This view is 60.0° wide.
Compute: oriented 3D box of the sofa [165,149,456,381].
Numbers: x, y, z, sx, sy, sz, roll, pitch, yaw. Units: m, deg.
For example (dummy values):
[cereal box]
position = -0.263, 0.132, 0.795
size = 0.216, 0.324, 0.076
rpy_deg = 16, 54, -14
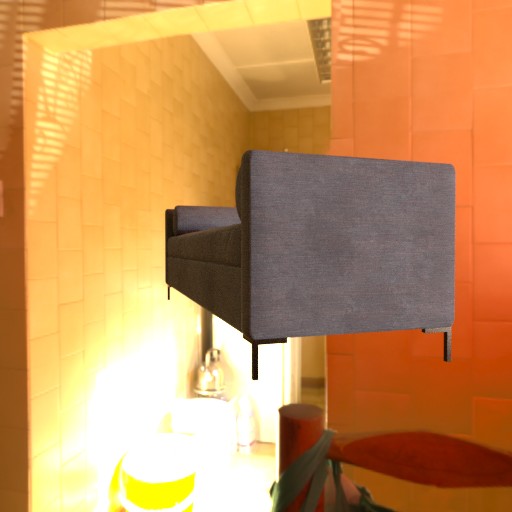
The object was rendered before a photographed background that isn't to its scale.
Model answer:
[sofa]
position = 0.000, 0.000, 2.222
size = 0.686, 0.635, 1.981
rpy_deg = 0, 1, -18
